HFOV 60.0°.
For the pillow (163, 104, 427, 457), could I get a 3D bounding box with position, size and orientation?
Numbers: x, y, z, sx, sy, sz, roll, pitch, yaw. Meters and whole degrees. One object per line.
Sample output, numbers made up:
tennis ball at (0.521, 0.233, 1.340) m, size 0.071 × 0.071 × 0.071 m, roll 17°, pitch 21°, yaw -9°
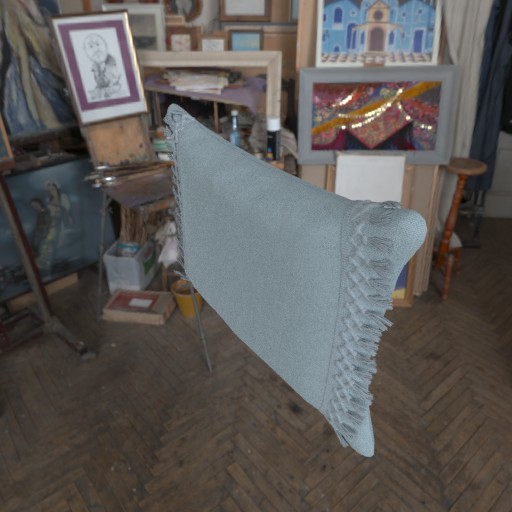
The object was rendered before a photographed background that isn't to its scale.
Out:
pillow at (0.000, 0.000, 0.575) m, size 0.084 × 0.305 × 0.466 m, roll -19°, pitch 36°, yaw -28°
